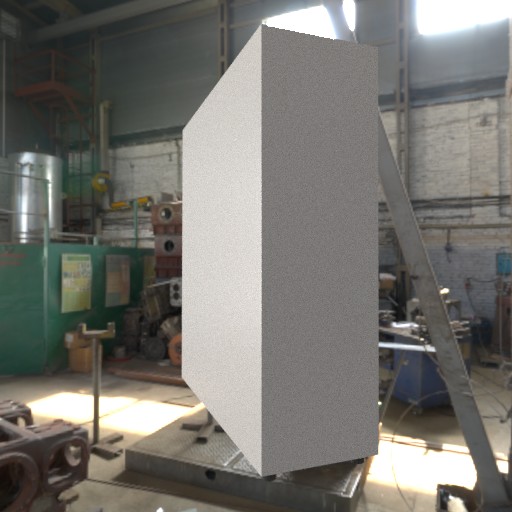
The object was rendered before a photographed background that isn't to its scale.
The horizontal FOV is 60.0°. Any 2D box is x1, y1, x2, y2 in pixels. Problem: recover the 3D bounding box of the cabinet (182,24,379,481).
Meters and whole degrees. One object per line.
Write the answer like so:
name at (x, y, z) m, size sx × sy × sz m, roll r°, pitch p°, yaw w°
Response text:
cabinet at (0.000, 0.000, 1.623) m, size 0.348 × 1.150 × 0.990 m, roll 0°, pitch 0°, yaw -21°
